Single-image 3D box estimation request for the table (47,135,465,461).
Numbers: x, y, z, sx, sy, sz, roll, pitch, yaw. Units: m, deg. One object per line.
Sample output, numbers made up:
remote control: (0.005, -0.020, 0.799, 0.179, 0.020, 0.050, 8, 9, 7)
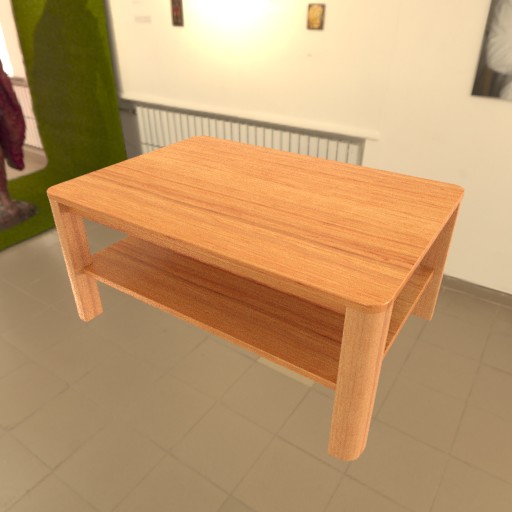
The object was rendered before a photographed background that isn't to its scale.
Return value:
table: (0.000, 0.000, 1.372, 0.997, 0.445, 0.696, 19, 35, 29)
